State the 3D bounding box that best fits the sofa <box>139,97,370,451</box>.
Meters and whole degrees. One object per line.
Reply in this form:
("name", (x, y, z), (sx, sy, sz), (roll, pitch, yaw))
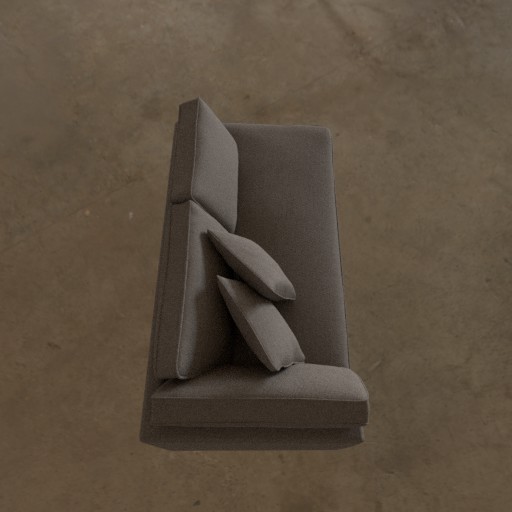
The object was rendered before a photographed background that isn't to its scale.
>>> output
("sofa", (0.000, 0.000, 2.819), (1.110, 1.033, 2.237), (0, 64, 0))
